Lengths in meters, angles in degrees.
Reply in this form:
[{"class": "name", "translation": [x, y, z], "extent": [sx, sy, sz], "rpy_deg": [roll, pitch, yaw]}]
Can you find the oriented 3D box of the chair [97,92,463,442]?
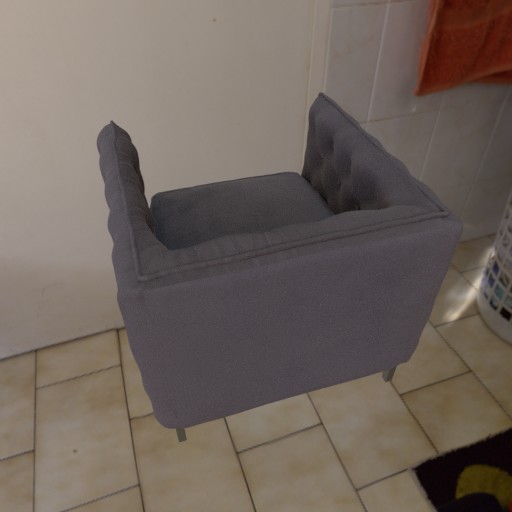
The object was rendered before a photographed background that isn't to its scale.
[{"class": "chair", "translation": [0.000, 0.000, 1.623], "extent": [0.946, 0.807, 0.913], "rpy_deg": [-12, 43, -13]}]
